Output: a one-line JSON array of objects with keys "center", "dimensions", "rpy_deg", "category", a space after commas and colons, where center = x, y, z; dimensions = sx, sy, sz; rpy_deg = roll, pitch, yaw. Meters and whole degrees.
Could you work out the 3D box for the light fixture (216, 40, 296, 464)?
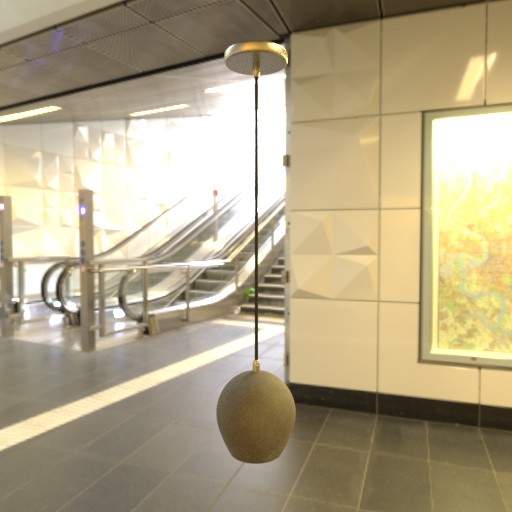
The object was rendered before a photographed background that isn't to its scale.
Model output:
[{"center": [0.000, 0.000, 0.849], "dimensions": [0.153, 0.760, 0.153], "rpy_deg": [0, 2, 0], "category": "light fixture"}]
